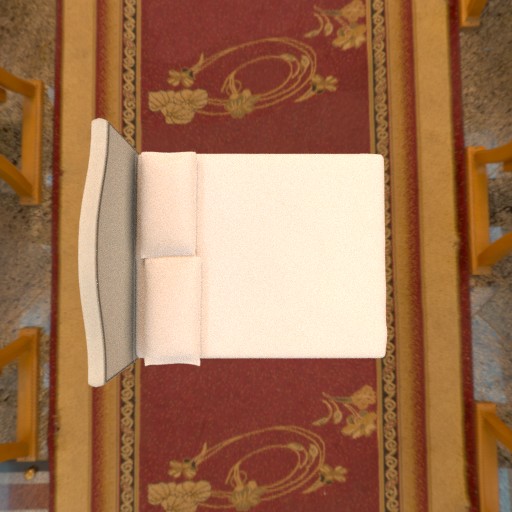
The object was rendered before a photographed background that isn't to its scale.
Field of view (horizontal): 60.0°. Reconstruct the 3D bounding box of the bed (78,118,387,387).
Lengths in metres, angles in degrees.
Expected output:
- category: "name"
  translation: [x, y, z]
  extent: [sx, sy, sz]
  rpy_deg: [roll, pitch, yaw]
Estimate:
- category: "bed"
  translation: [0.000, 0.000, 3.461]
  extent: [2.180, 1.607, 1.813]
  rpy_deg: [0, 88, 0]
